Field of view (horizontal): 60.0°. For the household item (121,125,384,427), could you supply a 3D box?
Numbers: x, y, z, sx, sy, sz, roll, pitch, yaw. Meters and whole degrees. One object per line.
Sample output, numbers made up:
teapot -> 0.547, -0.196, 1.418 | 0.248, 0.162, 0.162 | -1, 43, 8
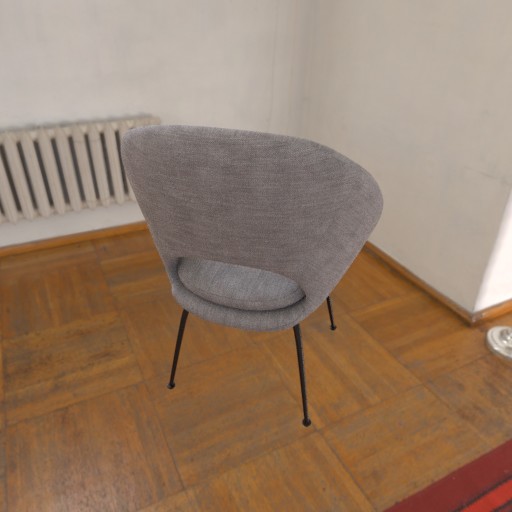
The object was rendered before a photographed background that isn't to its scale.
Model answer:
household item -> 0.000, 0.000, 1.259 | 0.643, 0.869, 0.587 | 10, 33, 16
